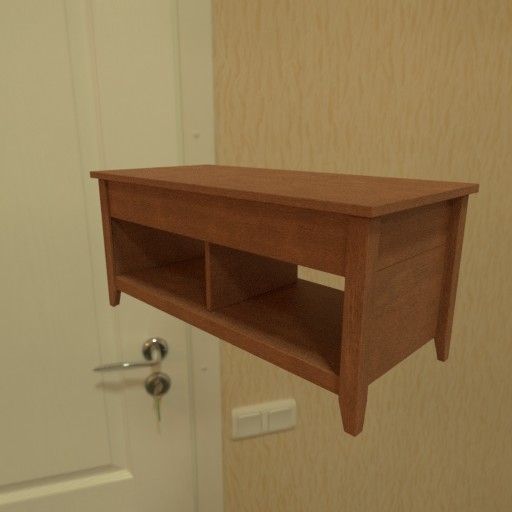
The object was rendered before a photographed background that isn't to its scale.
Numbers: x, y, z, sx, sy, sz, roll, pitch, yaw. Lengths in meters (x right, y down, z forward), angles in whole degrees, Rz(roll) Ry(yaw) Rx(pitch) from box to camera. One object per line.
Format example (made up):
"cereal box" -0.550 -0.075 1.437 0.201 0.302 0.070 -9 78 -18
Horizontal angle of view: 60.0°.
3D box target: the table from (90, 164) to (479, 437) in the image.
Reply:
"table" 0.000 0.000 1.291 1.016 0.457 0.483 15 21 43
